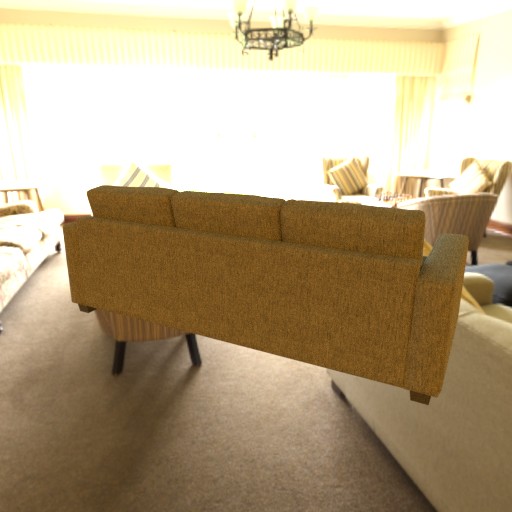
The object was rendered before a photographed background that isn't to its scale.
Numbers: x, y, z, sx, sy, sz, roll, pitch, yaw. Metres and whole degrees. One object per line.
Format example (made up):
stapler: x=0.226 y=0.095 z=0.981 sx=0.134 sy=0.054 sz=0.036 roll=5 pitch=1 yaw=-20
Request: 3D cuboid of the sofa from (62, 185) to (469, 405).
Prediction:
sofa: x=0.000 y=0.000 z=2.557 sx=2.160 sy=0.800 sz=0.900 roll=9 pitch=19 yaw=27
